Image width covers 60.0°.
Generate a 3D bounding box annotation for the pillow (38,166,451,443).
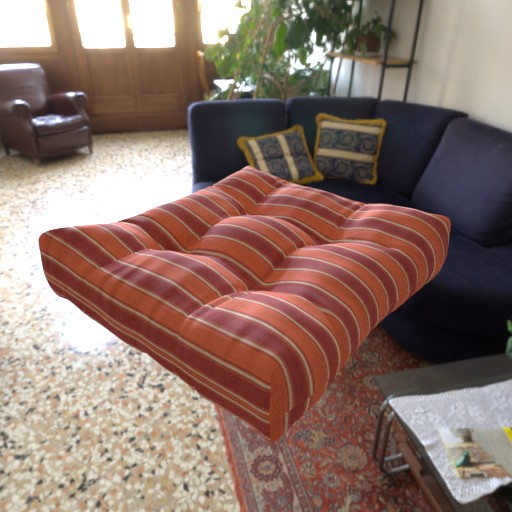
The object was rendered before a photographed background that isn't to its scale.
[{"bbox_3d":[0.000,0.000,0.710,0.468,0.133,0.490,22,36,34],"label":"pillow"}]
